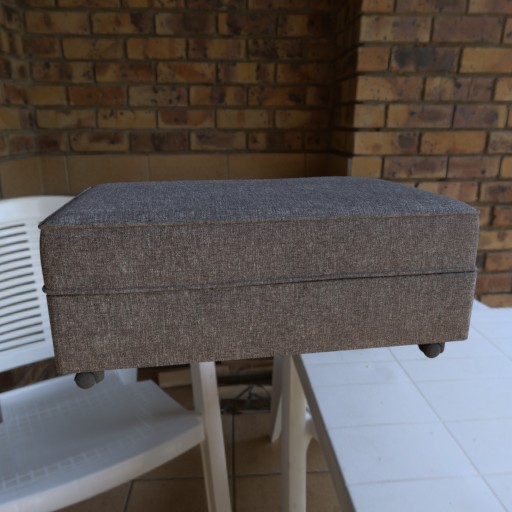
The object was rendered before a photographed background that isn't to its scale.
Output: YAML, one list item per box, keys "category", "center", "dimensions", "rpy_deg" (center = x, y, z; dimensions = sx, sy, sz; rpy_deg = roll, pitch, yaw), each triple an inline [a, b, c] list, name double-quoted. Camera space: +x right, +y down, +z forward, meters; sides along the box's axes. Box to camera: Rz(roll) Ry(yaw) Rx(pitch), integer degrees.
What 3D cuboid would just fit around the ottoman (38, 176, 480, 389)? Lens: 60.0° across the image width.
- category: "ottoman"
  center: [0.000, 0.000, 1.491]
  dimensions: [1.184, 0.487, 0.717]
  rpy_deg: [-3, 17, -9]
